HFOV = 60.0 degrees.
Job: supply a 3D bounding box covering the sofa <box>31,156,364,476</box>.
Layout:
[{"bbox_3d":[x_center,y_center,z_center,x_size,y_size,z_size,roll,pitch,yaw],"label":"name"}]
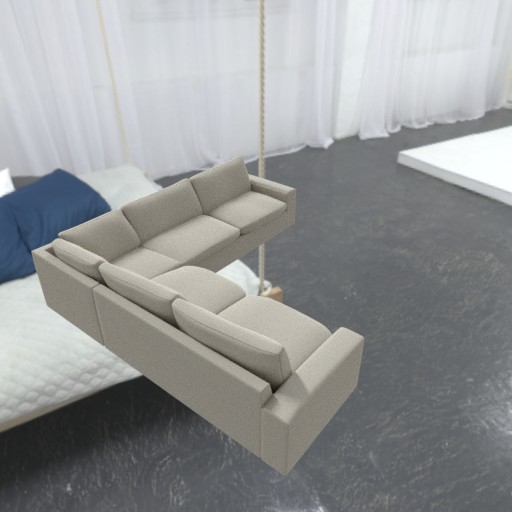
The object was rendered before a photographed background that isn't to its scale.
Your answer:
[{"bbox_3d":[0.000,0.000,4.677,3.066,0.918,3.206,22,37,32],"label":"sofa"}]
